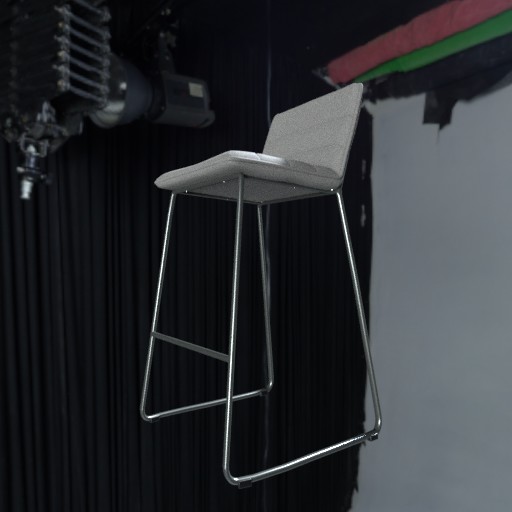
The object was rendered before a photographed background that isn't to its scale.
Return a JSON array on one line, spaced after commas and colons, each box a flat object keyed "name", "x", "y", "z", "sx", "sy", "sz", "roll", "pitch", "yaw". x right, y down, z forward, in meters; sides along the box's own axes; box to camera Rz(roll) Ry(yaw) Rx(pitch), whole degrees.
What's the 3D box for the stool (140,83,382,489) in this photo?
[{"name": "stool", "x": 0.000, "y": 0.000, "z": 1.228, "sx": 0.490, "sy": 0.960, "sz": 0.490, "roll": 0, "pitch": 0, "yaw": -37}]
